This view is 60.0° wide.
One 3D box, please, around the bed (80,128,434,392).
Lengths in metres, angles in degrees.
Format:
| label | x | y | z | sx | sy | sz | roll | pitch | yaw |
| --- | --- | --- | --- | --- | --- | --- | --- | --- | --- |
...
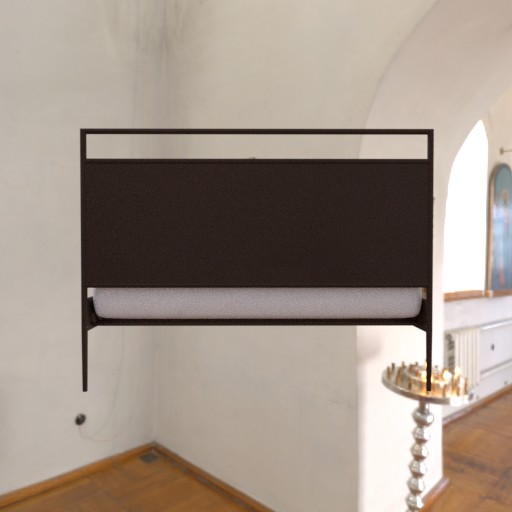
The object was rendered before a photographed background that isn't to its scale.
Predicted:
| label | x | y | z | sx | sy | sz | roll | pitch | yaw |
| --- | --- | --- | --- | --- | --- | --- | --- | --- | --- |
| bed | 0.000 | 0.000 | 3.030 | 1.572 | 1.173 | 2.122 | 0 | 1 | 0 |
